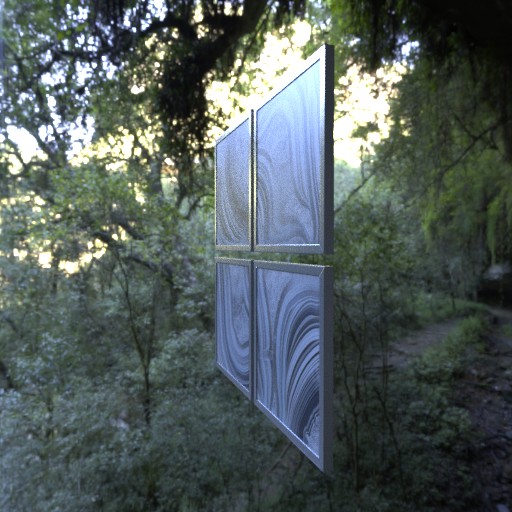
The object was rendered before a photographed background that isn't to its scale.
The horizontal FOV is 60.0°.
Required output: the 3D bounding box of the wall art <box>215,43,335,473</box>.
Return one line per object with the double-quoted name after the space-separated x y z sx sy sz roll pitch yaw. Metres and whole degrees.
0.000 0.000 1.685 0.029 1.118 1.118 0 1 -20 "wall art"
